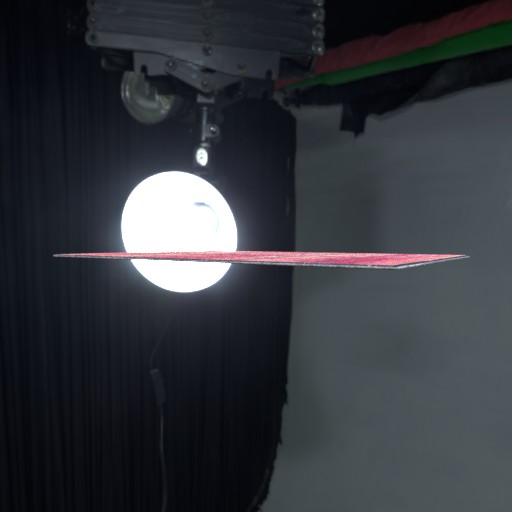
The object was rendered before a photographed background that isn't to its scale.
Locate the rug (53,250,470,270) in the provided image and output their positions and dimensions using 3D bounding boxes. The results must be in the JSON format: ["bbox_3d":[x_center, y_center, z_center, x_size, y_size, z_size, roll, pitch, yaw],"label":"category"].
[{"bbox_3d":[0.000,0.000,3.064,2.449,0.018,1.539,1,2,36],"label":"rug"}]
